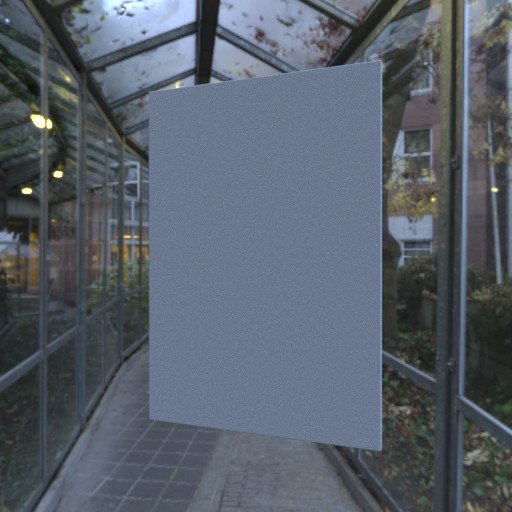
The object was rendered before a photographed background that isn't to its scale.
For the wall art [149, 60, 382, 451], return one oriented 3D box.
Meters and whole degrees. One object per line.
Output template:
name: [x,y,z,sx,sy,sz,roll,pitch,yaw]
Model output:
wall art: [0.000,0.000,0.603,0.329,0.482,0.011,0,0,19]
